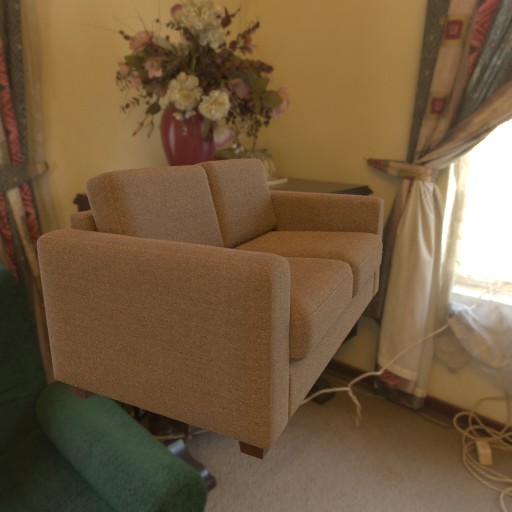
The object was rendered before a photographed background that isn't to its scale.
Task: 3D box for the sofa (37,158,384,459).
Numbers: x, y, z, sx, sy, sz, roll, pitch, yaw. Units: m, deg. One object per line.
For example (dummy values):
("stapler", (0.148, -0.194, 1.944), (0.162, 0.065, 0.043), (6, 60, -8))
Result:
("sofa", (0.000, 0.000, 1.961), (0.900, 0.800, 1.520), (7, 17, 25))
